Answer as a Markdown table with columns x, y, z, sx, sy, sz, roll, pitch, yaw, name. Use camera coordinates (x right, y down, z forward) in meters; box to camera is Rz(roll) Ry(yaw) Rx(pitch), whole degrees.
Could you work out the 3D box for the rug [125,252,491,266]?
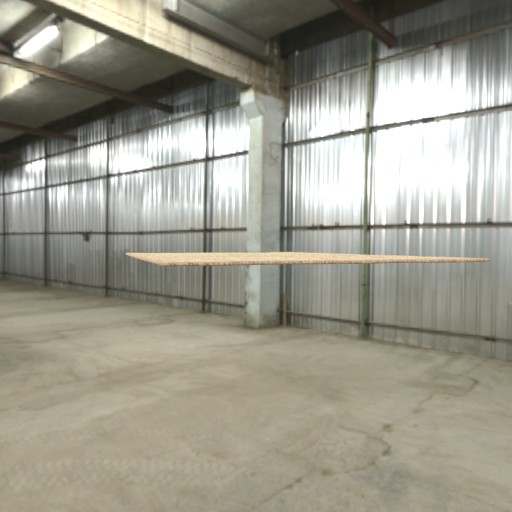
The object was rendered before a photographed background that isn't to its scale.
| x | y | z | sx | sy | sz | roll | pitch | yaw | name |
| --- | --- | --- | --- | --- | --- | --- | --- | --- | --- |
| 0.000 | 0.000 | 2.302 | 1.211 | 0.018 | 1.822 | 0 | 1 | -19 | rug |
